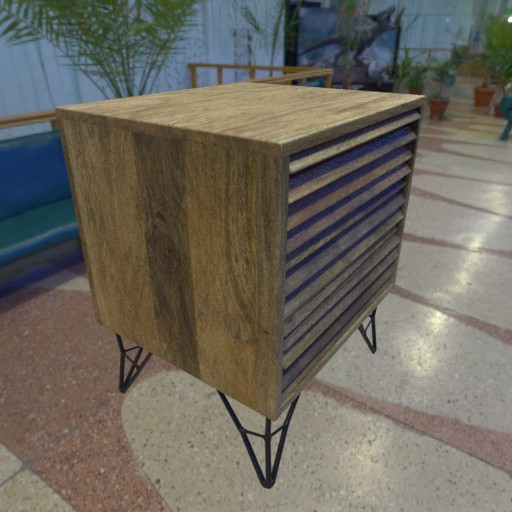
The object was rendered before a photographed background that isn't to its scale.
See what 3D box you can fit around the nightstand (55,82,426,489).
[{"bbox_3d":[0.000,0.000,0.838,0.406,0.559,0.457,18,32,32],"label":"nightstand"}]
